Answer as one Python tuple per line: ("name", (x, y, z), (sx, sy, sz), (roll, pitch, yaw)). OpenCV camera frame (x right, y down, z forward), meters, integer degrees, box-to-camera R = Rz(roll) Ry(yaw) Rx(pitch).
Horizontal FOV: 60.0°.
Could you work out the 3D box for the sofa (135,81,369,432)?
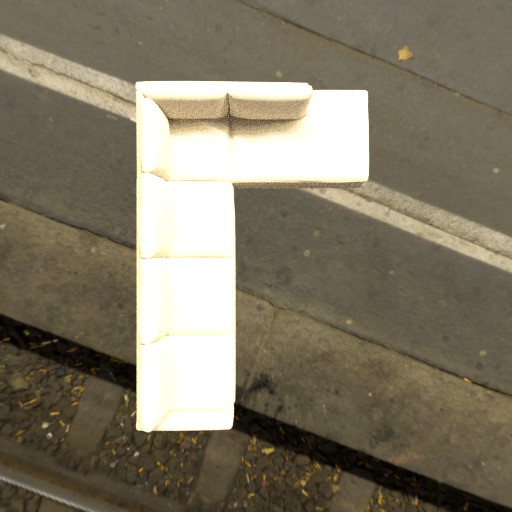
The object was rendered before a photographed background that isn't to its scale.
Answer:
("sofa", (0.000, 0.000, 3.886), (2.007, 0.815, 2.949), (0, 90, -2))
